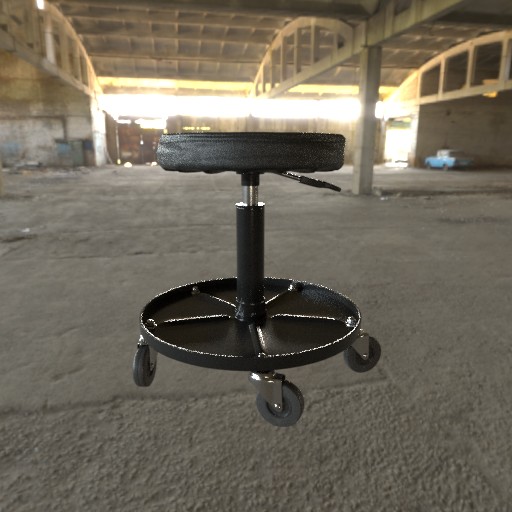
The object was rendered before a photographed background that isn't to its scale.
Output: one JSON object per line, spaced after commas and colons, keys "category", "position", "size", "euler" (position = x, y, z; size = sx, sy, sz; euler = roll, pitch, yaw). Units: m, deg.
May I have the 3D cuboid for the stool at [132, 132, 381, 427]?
{"category": "stool", "position": [0.000, 0.000, 0.690], "size": [0.382, 0.365, 0.381], "euler": [-3, 14, -10]}
